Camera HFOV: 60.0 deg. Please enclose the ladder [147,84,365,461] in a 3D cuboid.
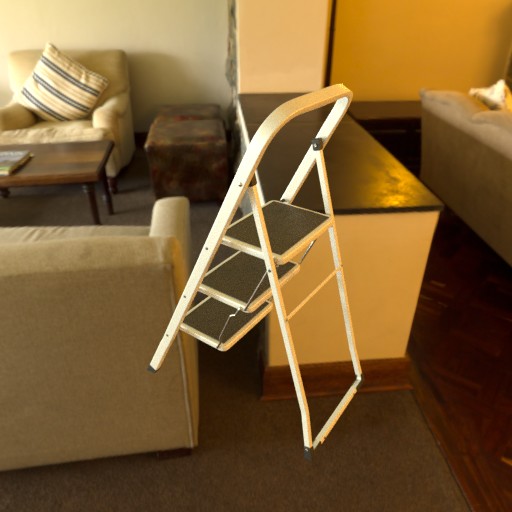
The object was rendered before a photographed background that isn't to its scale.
[{"bbox_3d":[0.000,0.000,1.422,0.711,1.050,0.460,20,37,30],"label":"ladder"}]
